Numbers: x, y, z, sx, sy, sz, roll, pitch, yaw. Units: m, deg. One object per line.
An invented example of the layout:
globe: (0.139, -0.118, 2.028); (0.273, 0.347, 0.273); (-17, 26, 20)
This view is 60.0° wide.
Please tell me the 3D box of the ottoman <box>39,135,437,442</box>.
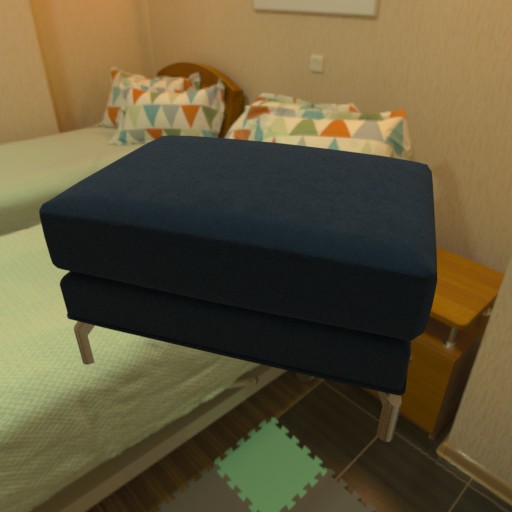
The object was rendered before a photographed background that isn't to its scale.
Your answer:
ottoman: (0.000, 0.000, 1.187); (0.835, 0.498, 0.587); (9, 32, 15)
